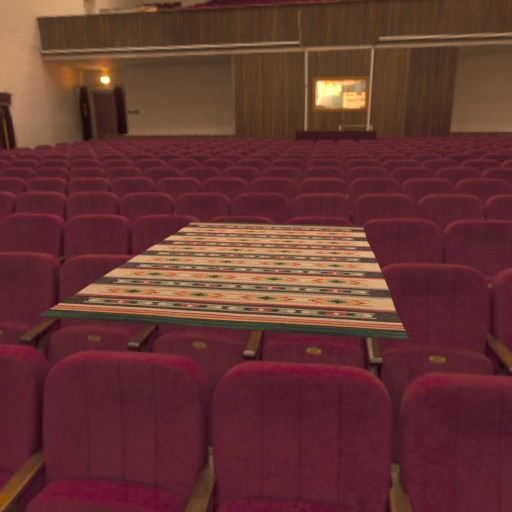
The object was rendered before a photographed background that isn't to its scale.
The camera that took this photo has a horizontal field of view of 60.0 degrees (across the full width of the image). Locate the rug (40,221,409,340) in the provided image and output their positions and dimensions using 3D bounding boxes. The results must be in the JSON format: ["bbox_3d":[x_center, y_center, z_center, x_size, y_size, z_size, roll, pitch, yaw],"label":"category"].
[{"bbox_3d":[0.000,0.000,2.299,1.221,0.009,1.825,2,15,9],"label":"rug"}]
